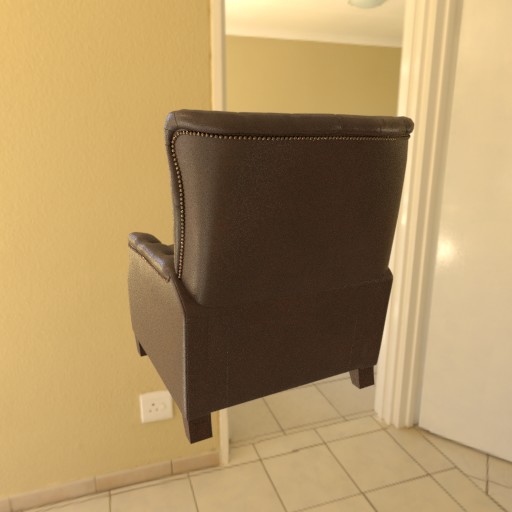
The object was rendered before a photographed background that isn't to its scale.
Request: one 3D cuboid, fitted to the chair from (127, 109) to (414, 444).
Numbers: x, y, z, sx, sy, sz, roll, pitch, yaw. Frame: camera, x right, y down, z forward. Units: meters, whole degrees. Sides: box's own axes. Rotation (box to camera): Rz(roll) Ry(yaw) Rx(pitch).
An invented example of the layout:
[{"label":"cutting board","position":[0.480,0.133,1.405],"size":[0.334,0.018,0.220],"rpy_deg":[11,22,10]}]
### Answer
[{"label":"chair","position":[0.000,0.000,1.453],"size":[0.709,0.864,0.823],"rpy_deg":[-8,16,-27]}]
